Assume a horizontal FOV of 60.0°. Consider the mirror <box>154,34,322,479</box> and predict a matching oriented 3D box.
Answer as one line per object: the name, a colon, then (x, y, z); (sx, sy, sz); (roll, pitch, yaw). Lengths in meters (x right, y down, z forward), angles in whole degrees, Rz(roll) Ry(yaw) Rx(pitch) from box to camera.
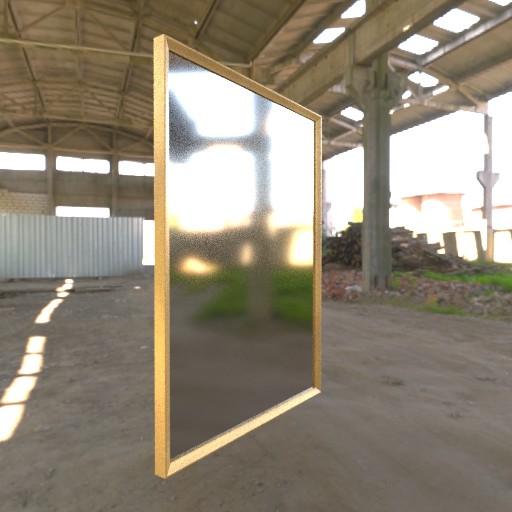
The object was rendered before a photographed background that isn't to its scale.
mirror: (0.000, 0.000, 1.331); (0.041, 1.016, 0.762); (1, 1, 36)
